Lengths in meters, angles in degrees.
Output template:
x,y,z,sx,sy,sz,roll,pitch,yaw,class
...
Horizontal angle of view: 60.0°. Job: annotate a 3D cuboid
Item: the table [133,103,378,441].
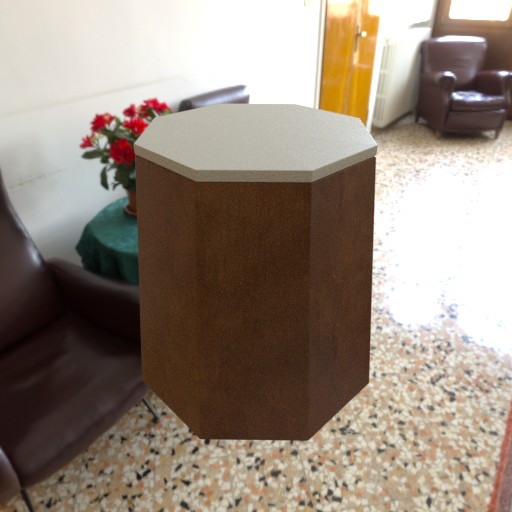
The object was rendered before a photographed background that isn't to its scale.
x,y,z,sx,sy,sz,roll,pitch,yaw,class
0.000,0.000,0.803,0.439,0.457,0.439,-1,32,-1,table
